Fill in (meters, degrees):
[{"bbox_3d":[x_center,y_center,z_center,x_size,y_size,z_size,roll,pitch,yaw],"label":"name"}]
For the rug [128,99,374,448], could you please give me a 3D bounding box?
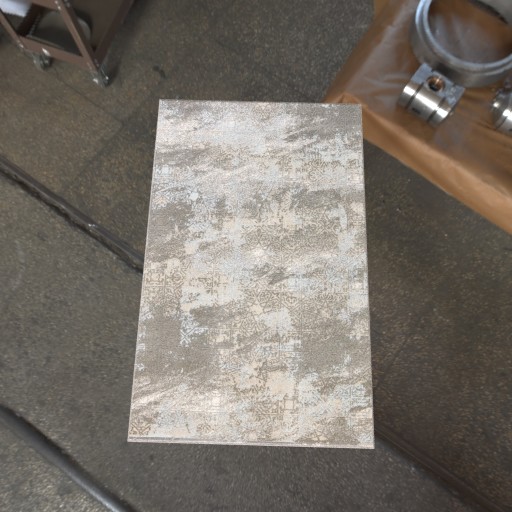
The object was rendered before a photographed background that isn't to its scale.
[{"bbox_3d":[0.000,0.000,3.066,1.536,0.012,2.431,1,75,0],"label":"rug"}]
